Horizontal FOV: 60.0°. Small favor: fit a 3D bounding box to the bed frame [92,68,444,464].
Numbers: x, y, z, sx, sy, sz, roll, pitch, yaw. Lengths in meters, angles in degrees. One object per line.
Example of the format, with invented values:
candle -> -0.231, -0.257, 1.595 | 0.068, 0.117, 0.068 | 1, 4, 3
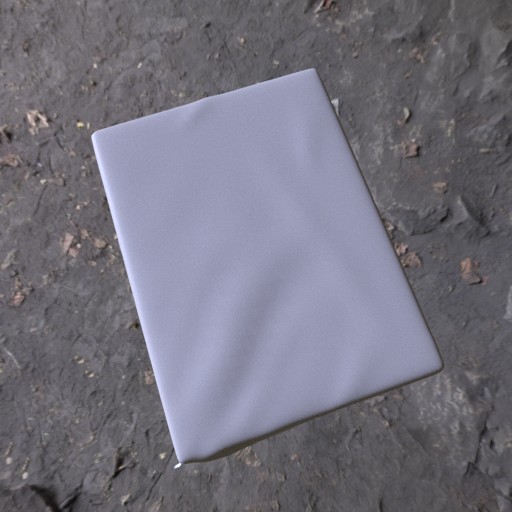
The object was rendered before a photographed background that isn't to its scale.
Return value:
bed frame -> 0.000, 0.000, 2.928 | 1.584, 0.667, 2.151 | -18, 76, -5
